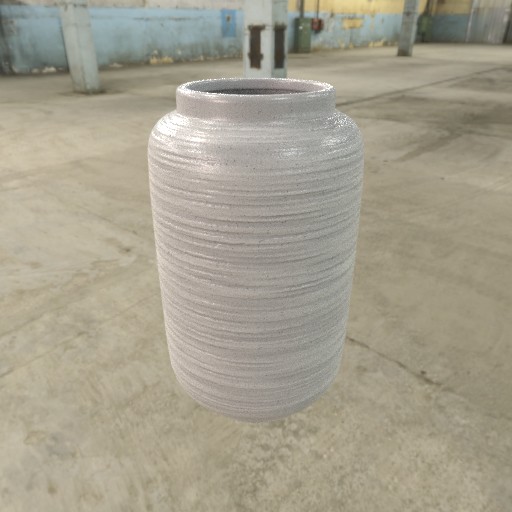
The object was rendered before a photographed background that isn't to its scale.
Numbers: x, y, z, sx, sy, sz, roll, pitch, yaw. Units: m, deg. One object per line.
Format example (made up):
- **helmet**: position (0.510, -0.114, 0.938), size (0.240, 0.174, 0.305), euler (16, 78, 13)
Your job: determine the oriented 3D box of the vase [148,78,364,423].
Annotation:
- **vase**: position (0.000, 0.000, 0.464), size (0.202, 0.335, 0.202), euler (0, 27, 0)
